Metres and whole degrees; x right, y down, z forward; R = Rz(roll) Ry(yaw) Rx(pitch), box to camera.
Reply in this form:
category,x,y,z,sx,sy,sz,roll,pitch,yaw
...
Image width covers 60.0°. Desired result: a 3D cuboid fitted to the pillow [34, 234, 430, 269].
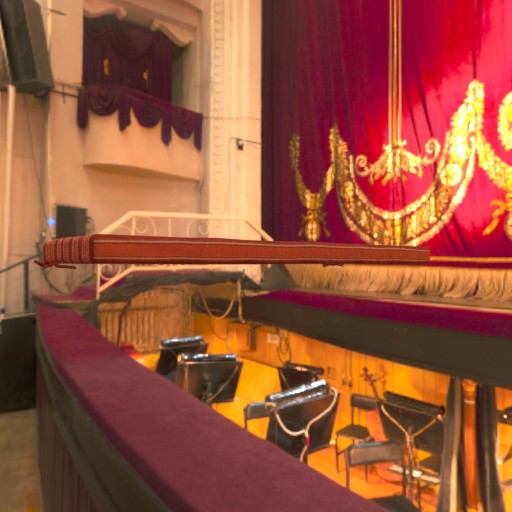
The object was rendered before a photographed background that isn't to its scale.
category,x,y,z,sx,sy,sz,roll,pitch,yaw
pillow,0.000,0.000,1.373,1.187,0.081,0.492,1,-1,-37
